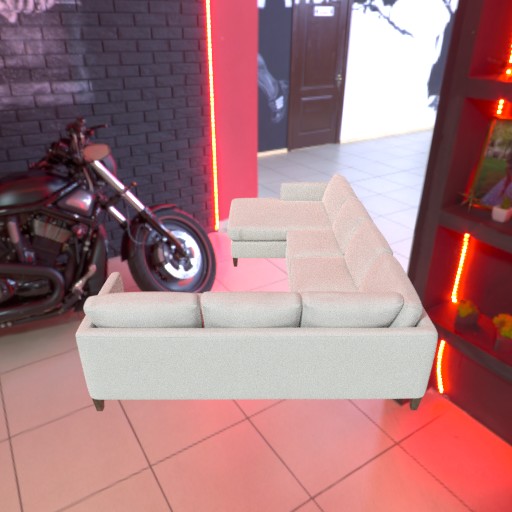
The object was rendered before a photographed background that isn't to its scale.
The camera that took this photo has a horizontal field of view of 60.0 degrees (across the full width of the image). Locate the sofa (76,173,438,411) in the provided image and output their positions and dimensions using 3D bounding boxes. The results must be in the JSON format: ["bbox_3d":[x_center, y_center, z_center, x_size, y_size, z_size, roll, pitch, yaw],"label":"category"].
[{"bbox_3d":[0.000,0.000,4.715,2.593,0.956,3.459,0,27,0],"label":"sofa"}]
